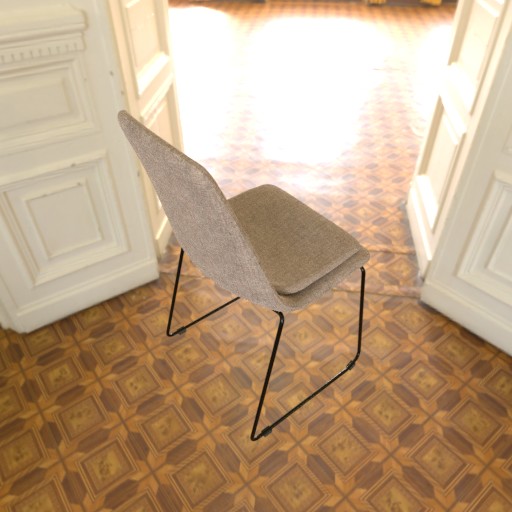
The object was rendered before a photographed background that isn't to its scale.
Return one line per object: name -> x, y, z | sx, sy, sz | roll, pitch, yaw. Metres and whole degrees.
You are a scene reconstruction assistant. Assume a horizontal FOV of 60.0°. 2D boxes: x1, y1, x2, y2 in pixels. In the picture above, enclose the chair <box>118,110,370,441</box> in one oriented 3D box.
chair -> 0.000, 0.000, 1.178 | 0.518, 0.858, 0.479 | -27, 48, -28
